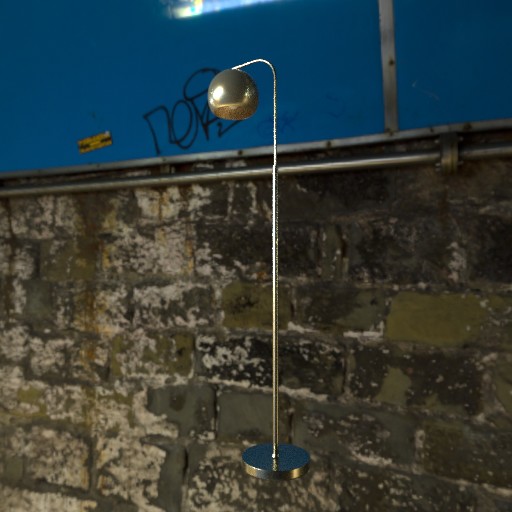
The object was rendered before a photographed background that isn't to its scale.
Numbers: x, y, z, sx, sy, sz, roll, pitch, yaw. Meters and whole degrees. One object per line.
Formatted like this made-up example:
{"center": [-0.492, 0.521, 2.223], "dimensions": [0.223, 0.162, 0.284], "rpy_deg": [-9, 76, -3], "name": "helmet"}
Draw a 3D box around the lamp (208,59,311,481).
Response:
{"center": [0.000, 0.000, 1.690], "dimensions": [0.431, 1.526, 0.250], "rpy_deg": [-2, -3, 37], "name": "lamp"}
